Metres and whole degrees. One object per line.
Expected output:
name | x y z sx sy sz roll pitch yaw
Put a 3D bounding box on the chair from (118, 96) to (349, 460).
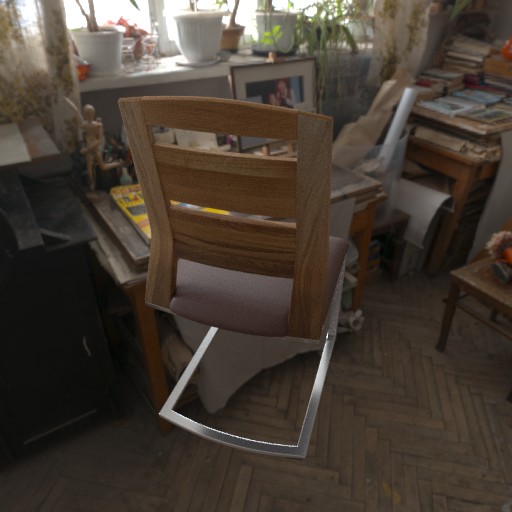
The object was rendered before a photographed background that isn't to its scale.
chair | 0.000 0.000 1.240 0.460 0.970 0.570 10 35 15
